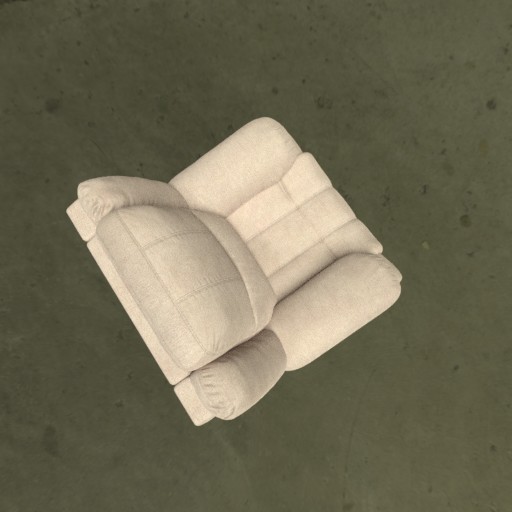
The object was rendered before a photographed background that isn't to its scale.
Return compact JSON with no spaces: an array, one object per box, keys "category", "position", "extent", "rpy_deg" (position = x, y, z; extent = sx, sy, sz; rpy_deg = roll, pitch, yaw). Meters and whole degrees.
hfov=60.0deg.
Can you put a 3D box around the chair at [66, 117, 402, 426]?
[{"category":"chair","position":[0.000,0.000,1.749],"extent":[0.944,1.008,0.899],"rpy_deg":[-33,78,-8]}]
